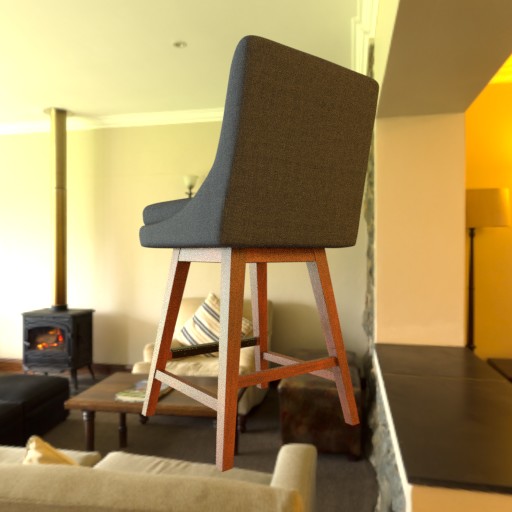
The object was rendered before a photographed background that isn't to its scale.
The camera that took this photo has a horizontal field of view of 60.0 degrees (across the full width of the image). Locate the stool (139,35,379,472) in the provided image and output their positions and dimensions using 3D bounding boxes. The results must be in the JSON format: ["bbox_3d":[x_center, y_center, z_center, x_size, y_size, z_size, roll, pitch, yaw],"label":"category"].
[{"bbox_3d":[0.000,0.000,1.192,0.467,0.895,0.524,0,1,-37],"label":"stool"}]
